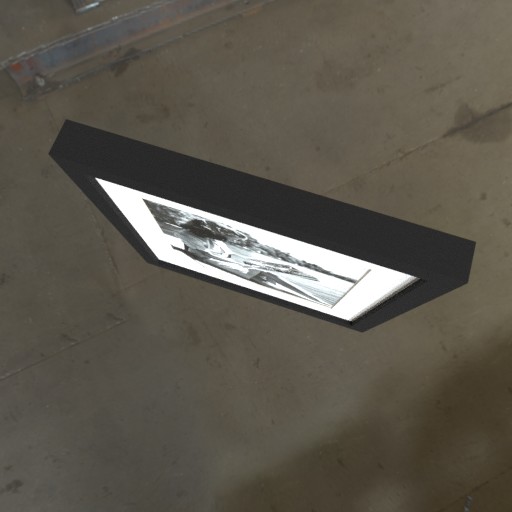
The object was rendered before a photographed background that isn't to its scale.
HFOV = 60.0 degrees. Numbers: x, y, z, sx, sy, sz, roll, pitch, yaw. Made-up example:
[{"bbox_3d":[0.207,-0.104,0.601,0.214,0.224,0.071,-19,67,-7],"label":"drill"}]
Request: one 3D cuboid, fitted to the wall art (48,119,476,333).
[{"bbox_3d":[0.000,0.000,0.459,0.308,0.305,0.030,18,75,5],"label":"wall art"}]
